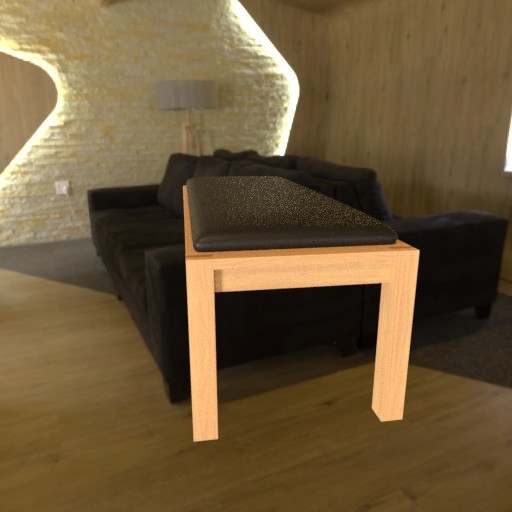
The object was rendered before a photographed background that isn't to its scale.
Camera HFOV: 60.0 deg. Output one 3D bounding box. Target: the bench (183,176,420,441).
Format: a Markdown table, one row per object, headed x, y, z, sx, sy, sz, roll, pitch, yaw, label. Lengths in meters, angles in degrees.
| x | y | z | sx | sy | sz | roll | pitch | yaw | label |
| --- | --- | --- | --- | --- | --- | --- | --- | --- | --- |
| 0.000 | 0.000 | 1.443 | 0.450 | 0.430 | 1.202 | -2 | 16 | -9 | bench |
